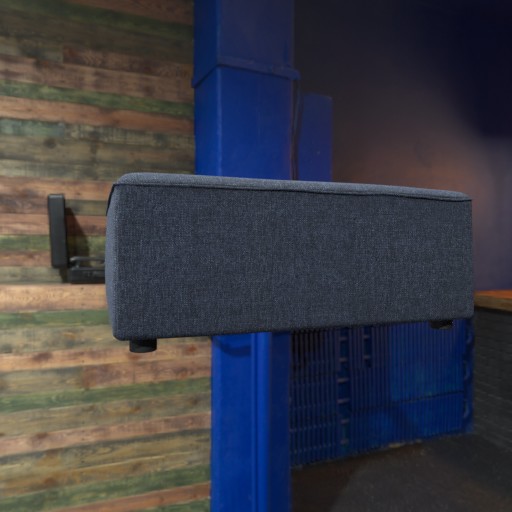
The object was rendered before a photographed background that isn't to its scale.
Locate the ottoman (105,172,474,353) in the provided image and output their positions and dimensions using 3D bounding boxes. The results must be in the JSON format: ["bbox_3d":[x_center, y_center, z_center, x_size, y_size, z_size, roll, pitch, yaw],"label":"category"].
[{"bbox_3d":[0.000,0.000,1.580,1.017,0.423,1.023,0,1,-19],"label":"ottoman"}]
